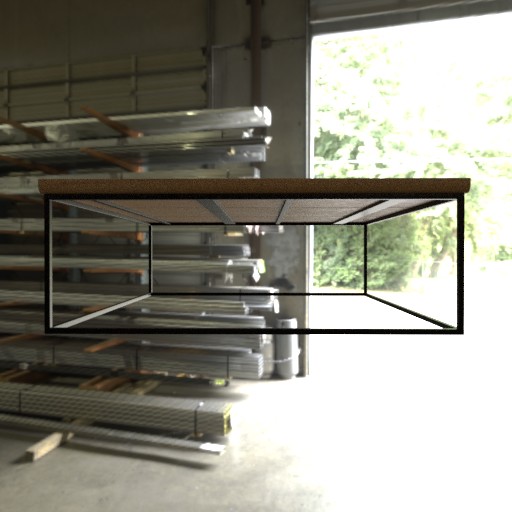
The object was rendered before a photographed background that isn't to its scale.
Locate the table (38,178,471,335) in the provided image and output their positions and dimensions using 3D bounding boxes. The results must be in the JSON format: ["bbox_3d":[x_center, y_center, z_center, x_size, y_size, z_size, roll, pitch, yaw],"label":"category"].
[{"bbox_3d":[0.000,0.000,1.676,1.100,0.400,1.100,0,0,1],"label":"table"}]
